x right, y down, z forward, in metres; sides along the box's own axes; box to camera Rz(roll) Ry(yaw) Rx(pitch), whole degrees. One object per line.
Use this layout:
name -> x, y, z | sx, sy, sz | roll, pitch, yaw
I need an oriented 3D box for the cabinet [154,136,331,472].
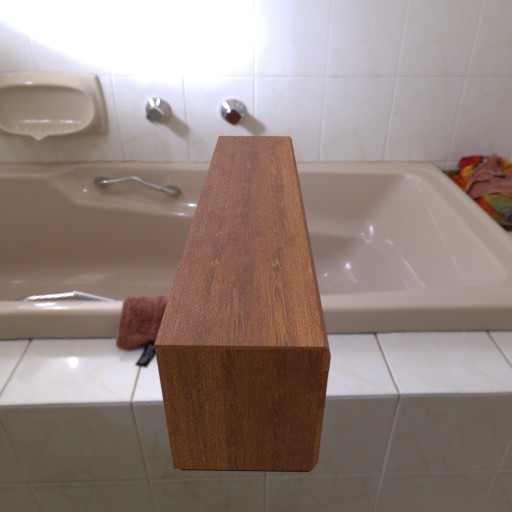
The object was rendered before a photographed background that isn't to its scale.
cabinet -> 0.000, 0.000, 1.783 | 0.419, 0.510, 1.600 | 0, 31, 1
